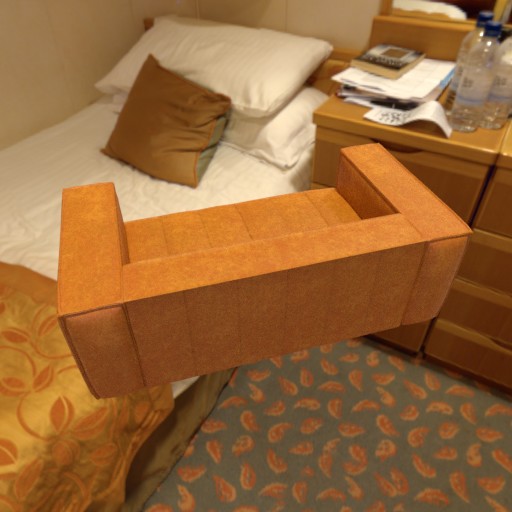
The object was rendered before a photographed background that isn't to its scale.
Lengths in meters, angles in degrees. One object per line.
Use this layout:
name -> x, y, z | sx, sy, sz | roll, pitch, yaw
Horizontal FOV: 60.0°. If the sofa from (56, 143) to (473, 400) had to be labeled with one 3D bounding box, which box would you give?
sofa -> 0.000, 0.000, 2.644 | 2.088, 0.703, 1.102 | -11, 42, -12
